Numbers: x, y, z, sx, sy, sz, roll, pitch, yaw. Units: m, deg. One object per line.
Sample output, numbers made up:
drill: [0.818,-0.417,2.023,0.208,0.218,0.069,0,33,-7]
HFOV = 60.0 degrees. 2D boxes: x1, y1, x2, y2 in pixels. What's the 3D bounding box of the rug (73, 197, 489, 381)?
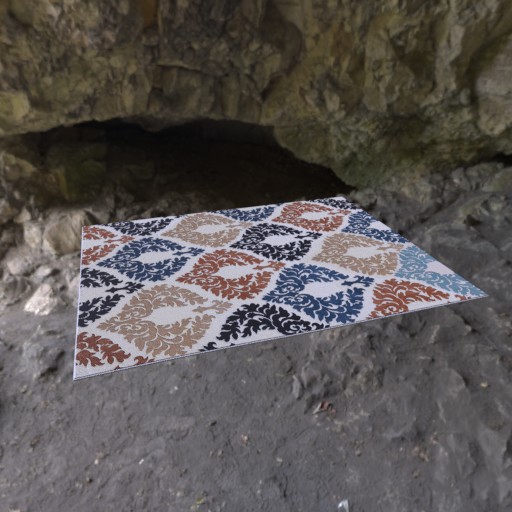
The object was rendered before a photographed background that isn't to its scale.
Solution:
rug: [0.000,0.000,4.041,3.040,0.014,2.423,-8,28,-16]
